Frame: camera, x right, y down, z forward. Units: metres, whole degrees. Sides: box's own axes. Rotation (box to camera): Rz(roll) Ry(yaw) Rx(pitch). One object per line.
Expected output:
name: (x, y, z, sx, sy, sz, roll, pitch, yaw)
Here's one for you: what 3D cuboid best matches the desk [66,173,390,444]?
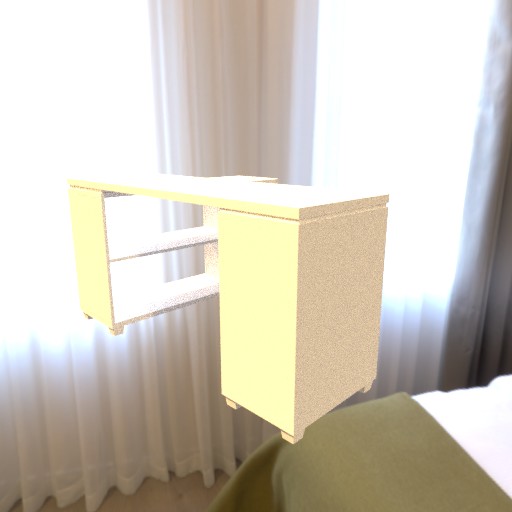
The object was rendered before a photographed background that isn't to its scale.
desk: (0.000, 0.000, 2.233, 1.524, 0.759, 1.199, 14, 20, 43)
